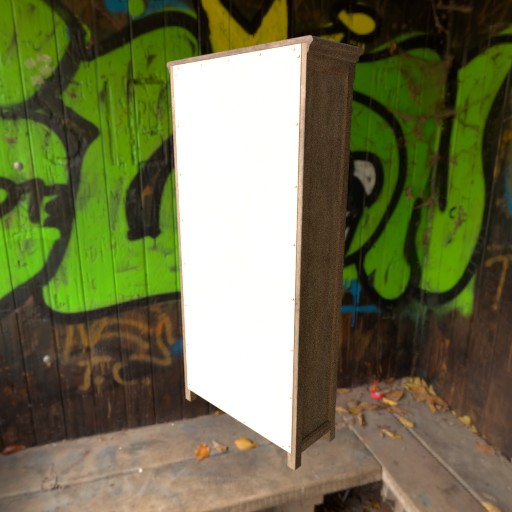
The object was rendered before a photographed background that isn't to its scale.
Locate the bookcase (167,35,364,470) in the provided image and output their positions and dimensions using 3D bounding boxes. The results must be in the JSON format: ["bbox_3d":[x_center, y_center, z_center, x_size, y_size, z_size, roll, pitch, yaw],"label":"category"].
[{"bbox_3d":[0.000,0.000,2.254,0.906,1.880,0.348,15,21,42],"label":"bookcase"}]
